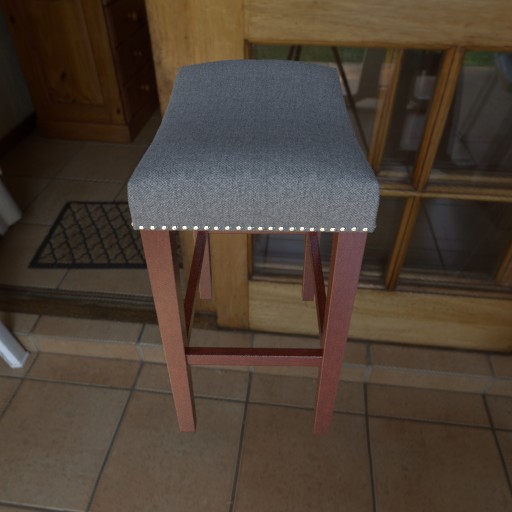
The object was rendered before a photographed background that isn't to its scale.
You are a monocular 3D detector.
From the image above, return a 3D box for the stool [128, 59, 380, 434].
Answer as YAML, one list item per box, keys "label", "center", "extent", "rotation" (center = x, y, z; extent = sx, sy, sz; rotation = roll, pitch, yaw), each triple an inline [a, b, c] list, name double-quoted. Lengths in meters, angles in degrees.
- label: "stool"
  center: [0.000, 0.000, 1.028]
  extent: [0.372, 0.742, 0.504]
  rotation: [1, 41, 1]
